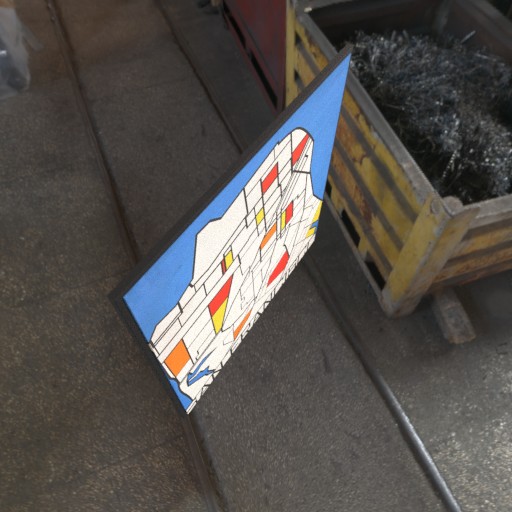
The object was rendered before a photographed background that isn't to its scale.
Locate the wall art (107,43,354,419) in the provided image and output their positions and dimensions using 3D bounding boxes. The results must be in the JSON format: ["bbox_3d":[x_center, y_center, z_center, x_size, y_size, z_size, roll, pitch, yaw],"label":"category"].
[{"bbox_3d":[0.000,0.000,0.991,0.015,0.663,0.664,29,62,17],"label":"wall art"}]
